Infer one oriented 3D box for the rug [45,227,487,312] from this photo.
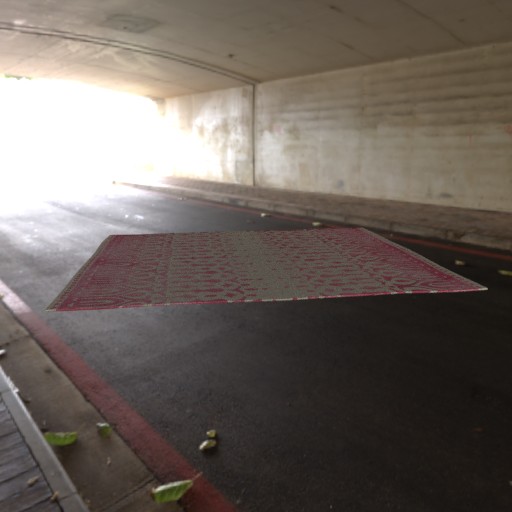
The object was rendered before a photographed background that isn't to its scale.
[{"bbox_3d":[0.000,0.000,4.171,3.095,0.016,2.441,-2,14,-8],"label":"rug"}]
